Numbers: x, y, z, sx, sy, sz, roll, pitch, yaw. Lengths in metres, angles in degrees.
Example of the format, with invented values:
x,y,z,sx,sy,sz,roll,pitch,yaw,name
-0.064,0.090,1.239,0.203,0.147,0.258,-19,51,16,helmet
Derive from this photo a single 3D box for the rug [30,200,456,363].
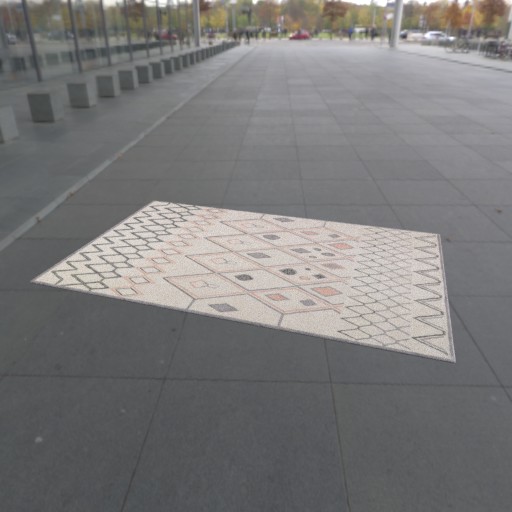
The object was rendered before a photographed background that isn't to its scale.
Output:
x,y,z,sx,sy,sz,roll,pitch,yaw,name
0.000,0.000,3.041,2.438,0.015,1.524,8,28,16,rug
